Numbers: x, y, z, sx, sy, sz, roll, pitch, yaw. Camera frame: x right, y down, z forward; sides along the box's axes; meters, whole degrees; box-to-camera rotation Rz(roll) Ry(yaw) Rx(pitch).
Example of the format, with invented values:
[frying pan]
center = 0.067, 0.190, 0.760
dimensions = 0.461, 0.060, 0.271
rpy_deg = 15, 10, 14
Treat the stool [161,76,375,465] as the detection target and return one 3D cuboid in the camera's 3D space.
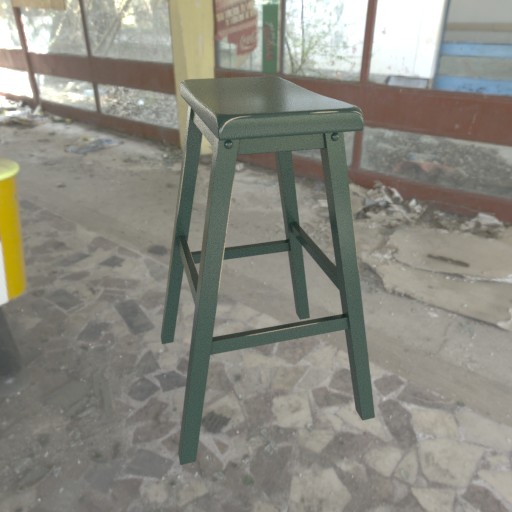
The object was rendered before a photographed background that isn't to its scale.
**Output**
[stool]
center = 0.000, 0.000, 1.046
dimensions = 0.476, 0.737, 0.457
rpy_deg = -8, 30, -14
